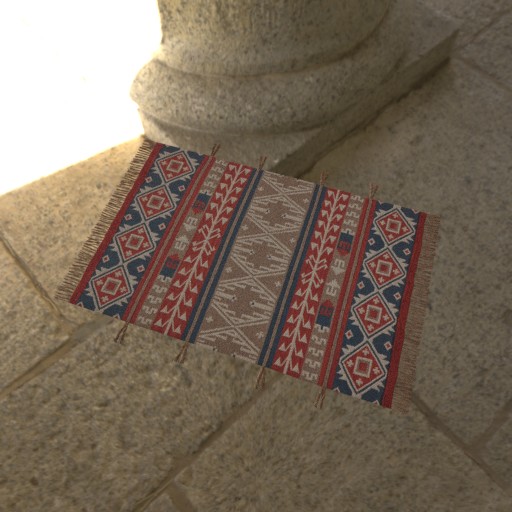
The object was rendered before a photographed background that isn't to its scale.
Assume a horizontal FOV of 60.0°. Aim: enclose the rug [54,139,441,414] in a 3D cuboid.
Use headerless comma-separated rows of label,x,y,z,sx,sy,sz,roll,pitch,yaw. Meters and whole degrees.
rug,0.000,0.000,3.166,2.450,0.048,1.778,16,64,8
